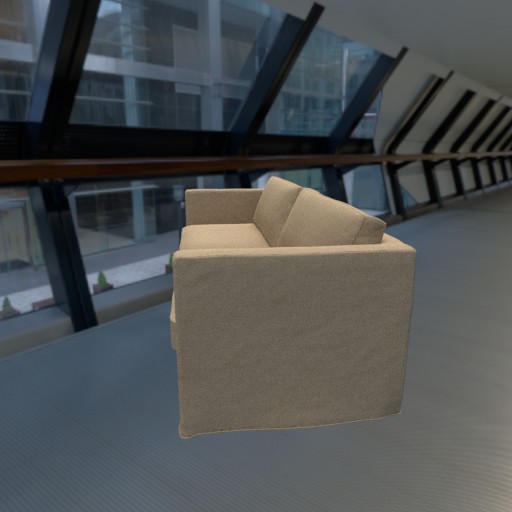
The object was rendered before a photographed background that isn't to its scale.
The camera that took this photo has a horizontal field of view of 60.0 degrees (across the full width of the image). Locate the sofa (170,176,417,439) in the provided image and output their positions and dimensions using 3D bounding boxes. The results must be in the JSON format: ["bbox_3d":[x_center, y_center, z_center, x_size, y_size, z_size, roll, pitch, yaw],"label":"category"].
[{"bbox_3d":[0.000,0.000,2.776,0.962,0.853,2.312,-2,15,-7],"label":"sofa"}]
